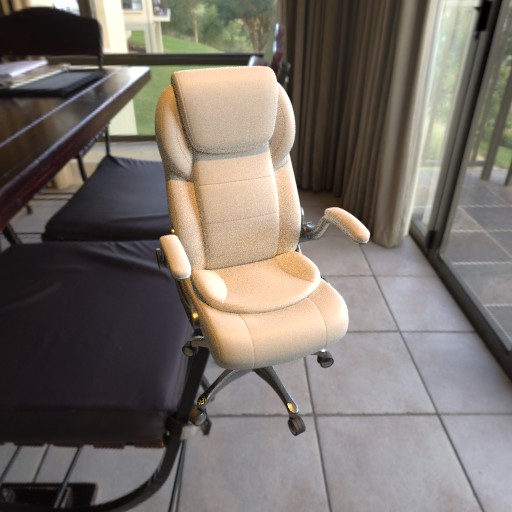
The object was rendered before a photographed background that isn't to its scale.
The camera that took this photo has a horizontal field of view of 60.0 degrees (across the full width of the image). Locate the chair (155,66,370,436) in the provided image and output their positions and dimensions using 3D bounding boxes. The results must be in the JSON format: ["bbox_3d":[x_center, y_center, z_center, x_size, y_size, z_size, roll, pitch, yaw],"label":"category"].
[{"bbox_3d":[0.000,0.000,1.799,0.755,1.330,0.806,-11,33,-17],"label":"chair"}]
